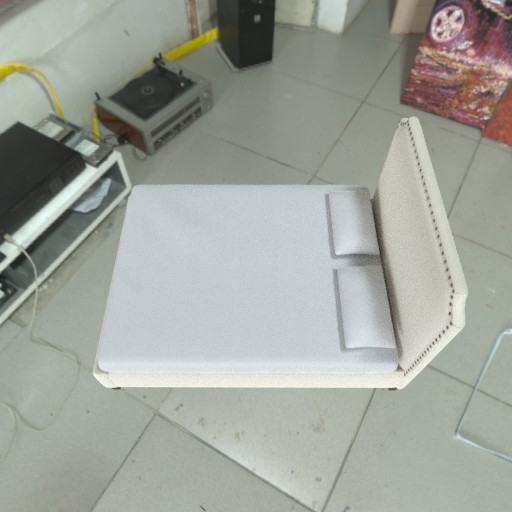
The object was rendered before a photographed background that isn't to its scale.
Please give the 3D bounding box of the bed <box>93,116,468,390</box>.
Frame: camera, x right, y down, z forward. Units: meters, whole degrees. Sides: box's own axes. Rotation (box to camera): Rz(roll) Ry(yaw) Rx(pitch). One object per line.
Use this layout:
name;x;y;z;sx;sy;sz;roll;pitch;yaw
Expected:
bed;0.000;0.000;3.406;2.372;1.497;1.712;0;57;0
